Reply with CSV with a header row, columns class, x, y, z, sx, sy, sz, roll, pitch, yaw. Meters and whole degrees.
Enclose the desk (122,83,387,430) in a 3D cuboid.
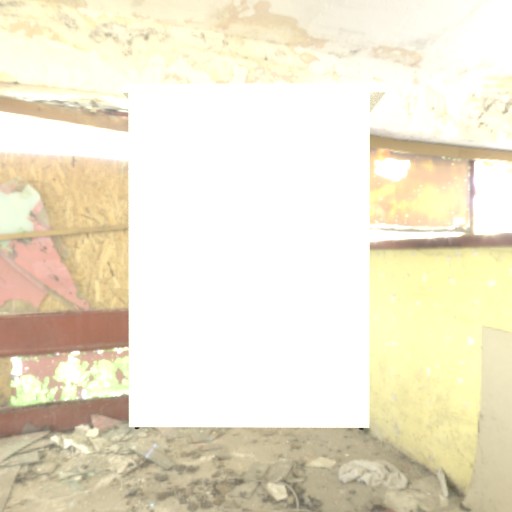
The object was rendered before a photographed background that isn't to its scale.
class,x,y,z,sx,sy,sz,roll,pitch,yaw
desk,0.000,0.000,1.488,0.560,0.735,1.097,0,0,0
